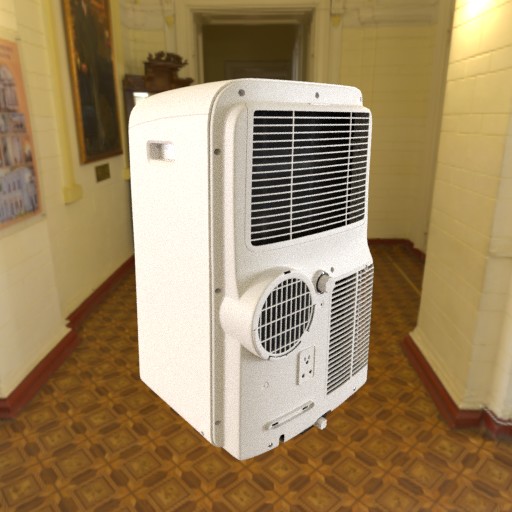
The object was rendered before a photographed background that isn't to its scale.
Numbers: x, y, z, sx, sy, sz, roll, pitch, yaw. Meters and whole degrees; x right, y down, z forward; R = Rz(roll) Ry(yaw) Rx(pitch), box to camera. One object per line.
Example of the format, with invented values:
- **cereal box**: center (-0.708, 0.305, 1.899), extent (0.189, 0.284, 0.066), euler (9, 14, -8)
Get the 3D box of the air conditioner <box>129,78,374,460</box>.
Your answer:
- **air conditioner**: center (0.000, 0.000, 1.071), extent (0.478, 0.765, 0.467), euler (-15, 23, -41)
